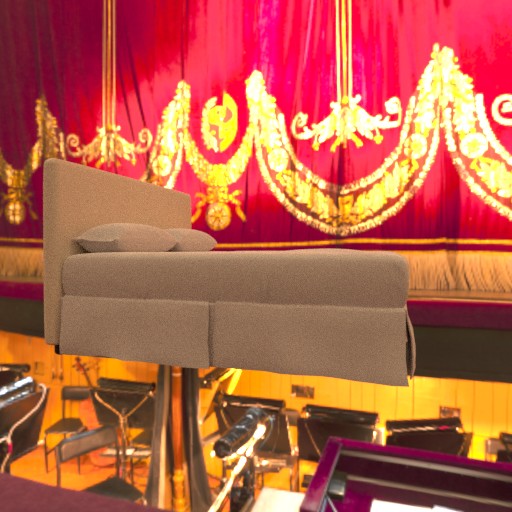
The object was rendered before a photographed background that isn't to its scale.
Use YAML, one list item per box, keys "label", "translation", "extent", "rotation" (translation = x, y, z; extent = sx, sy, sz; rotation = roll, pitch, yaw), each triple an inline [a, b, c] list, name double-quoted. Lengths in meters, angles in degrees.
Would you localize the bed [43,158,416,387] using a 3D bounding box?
- label: "bed"
  translation: [0.000, 0.000, 3.521]
  extent: [2.341, 1.317, 2.119]
  rotation: [0, 1, 17]
